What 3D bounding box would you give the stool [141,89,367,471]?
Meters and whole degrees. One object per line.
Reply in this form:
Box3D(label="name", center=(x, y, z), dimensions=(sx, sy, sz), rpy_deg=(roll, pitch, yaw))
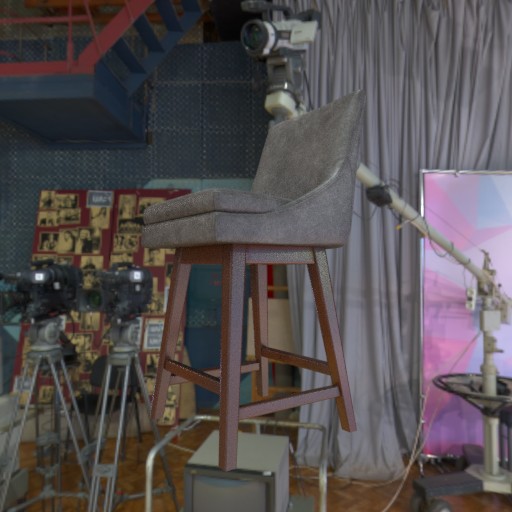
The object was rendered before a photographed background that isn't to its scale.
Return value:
Box3D(label="stool", center=(0.000, 0.000, 1.413), dimensions=(0.587, 1.046, 0.492), rpy_deg=(1, -2, -35))
